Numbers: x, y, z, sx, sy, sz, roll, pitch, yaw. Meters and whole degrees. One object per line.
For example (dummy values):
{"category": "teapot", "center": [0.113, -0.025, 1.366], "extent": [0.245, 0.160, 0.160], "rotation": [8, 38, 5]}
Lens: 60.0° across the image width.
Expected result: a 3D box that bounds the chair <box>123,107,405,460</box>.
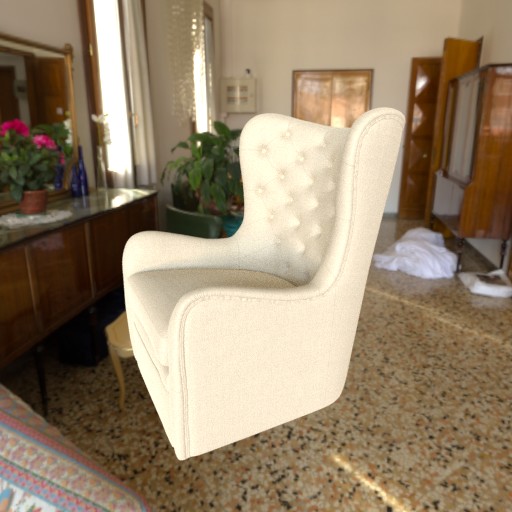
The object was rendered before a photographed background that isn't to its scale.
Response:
{"category": "chair", "center": [0.000, 0.000, 1.724], "extent": [0.929, 1.079, 0.831], "rotation": [-8, 18, -24]}
